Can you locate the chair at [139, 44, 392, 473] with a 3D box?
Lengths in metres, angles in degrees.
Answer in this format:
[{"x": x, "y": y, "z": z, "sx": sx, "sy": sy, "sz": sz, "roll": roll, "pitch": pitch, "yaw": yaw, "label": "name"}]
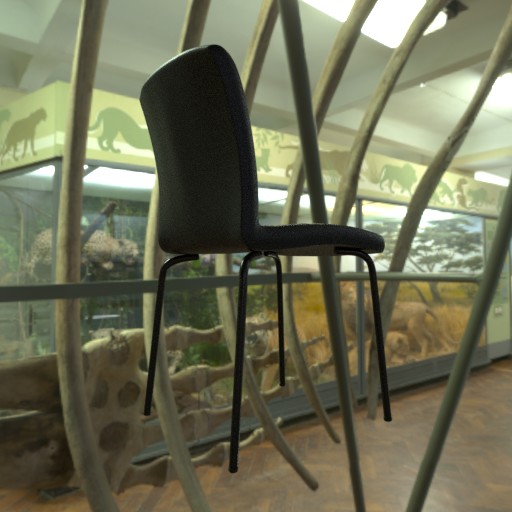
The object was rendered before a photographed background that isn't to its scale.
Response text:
[{"x": 0.000, "y": 0.000, "z": 1.185, "sx": 0.572, "sy": 0.872, "sz": 0.450, "roll": 1, "pitch": -2, "yaw": -37, "label": "chair"}]
